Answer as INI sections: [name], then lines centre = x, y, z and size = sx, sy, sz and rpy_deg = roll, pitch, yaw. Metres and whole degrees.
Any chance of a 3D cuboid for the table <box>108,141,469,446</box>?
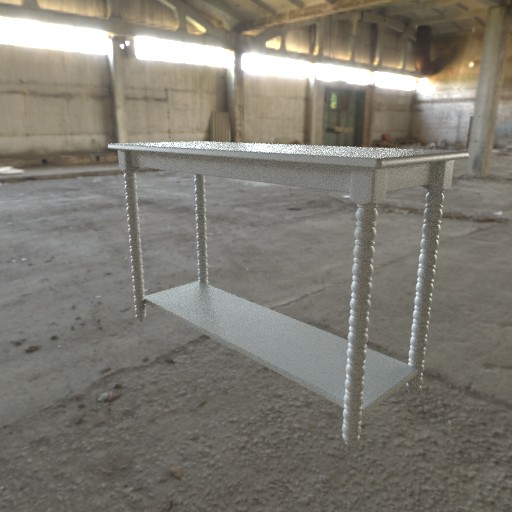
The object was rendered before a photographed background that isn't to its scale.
[table]
centre = 0.000, 0.000, 1.544
size = 0.459, 0.740, 1.184
rpy_deg = -15, 22, -42
